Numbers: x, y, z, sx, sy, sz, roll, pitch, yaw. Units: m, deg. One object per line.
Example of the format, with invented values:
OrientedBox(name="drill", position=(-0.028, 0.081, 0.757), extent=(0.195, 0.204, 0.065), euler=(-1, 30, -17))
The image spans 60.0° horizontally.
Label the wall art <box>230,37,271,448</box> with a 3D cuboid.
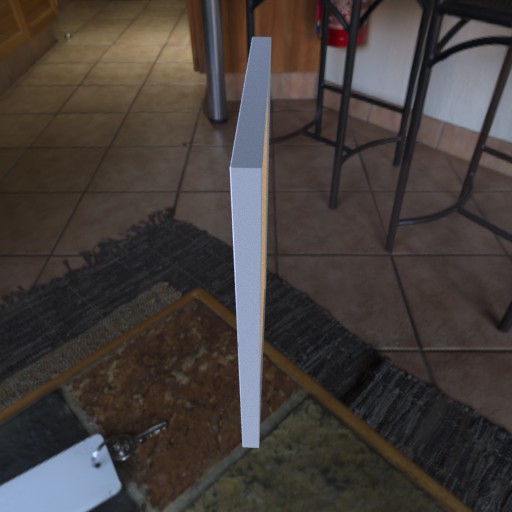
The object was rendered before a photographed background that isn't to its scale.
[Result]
OrientedBox(name="wall art", position=(0.000, 0.000, 0.976), extent=(0.039, 0.753, 0.511), euler=(2, 42, 2))
